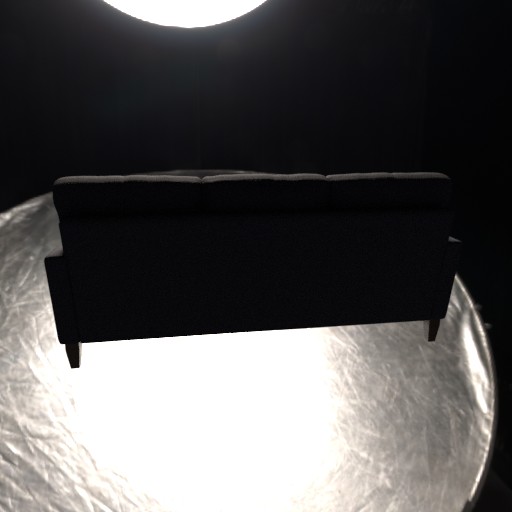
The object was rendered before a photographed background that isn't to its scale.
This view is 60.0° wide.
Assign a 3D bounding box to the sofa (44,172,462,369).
[{"bbox_3d":[0.000,0.000,2.611,2.115,0.984,0.888,-2,14,-9],"label":"sofa"}]
